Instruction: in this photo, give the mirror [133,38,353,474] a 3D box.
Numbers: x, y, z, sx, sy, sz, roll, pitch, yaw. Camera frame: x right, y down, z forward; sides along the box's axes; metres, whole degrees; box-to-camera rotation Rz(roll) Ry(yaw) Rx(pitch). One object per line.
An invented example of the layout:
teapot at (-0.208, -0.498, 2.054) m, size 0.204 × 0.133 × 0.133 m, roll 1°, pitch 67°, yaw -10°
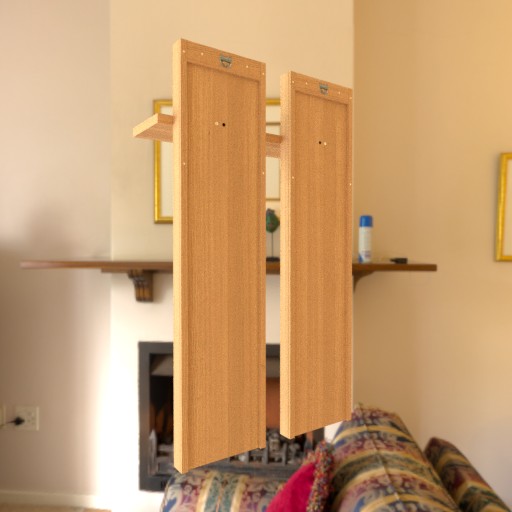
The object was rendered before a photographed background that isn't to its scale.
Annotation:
mirror at (0.000, 0.000, 1.579) m, size 0.800 × 1.250 × 0.260 m, roll -1°, pitch 1°, yaw -35°
